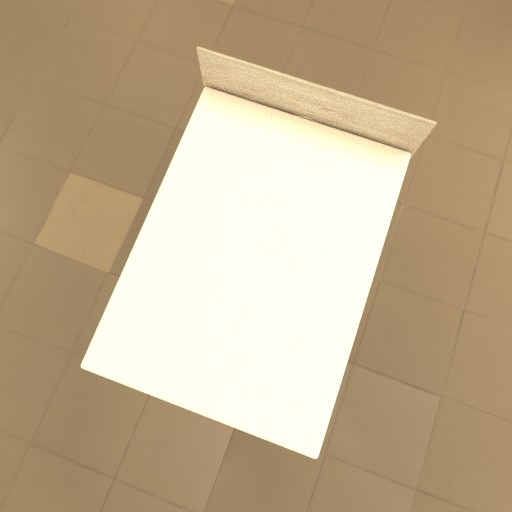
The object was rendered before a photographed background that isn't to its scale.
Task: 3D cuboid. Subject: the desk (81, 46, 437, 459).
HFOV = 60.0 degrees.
[{"bbox_3d":[0.000,0.000,2.644,1.400,0.800,1.900,20,77,5],"label":"desk"}]
